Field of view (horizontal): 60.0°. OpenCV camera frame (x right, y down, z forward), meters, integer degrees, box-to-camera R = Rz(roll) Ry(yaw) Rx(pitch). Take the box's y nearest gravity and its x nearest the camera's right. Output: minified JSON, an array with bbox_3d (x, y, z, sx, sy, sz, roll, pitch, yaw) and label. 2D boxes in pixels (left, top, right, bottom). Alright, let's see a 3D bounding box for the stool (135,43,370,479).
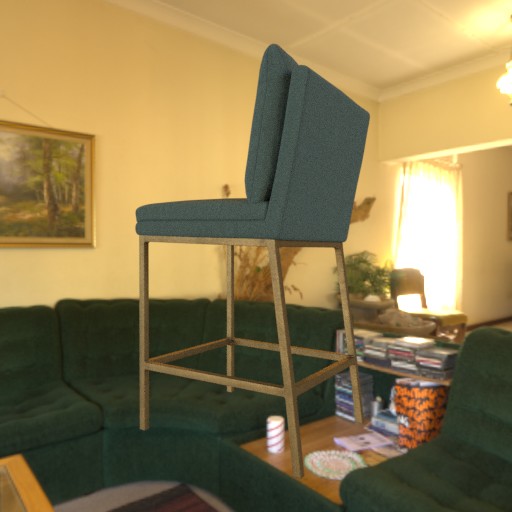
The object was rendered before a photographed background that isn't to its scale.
[{"bbox_3d":[0.000,0.000,1.349,0.568,1.032,0.463,0,1,34],"label":"stool"}]
